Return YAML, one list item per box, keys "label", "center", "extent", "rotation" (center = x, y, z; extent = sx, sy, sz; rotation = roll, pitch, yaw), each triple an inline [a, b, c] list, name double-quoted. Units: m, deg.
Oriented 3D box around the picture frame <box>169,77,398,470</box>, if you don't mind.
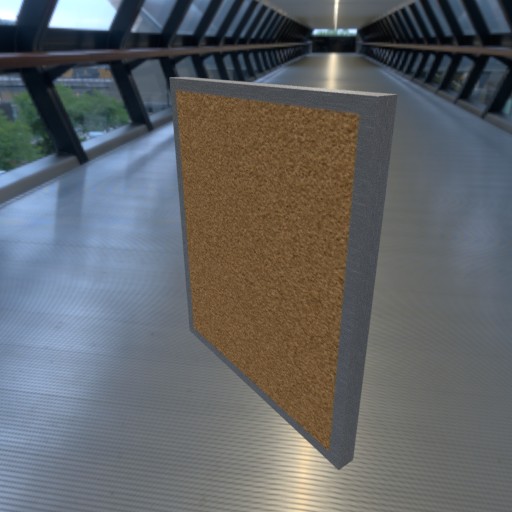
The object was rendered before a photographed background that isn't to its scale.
- label: "picture frame"
  center: [0.000, 0.000, 0.521]
  extent: [0.027, 0.378, 0.327]
  rotation: [-17, 30, -33]
